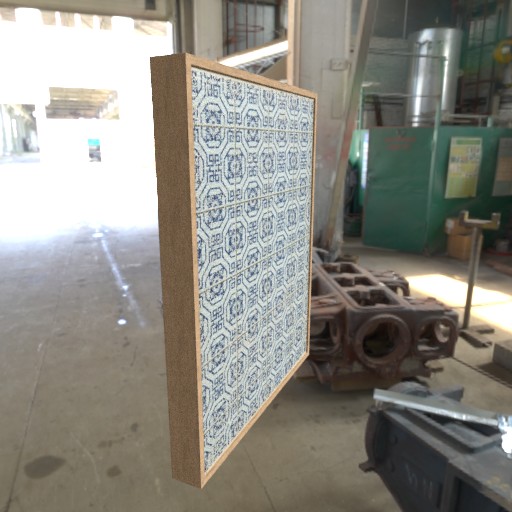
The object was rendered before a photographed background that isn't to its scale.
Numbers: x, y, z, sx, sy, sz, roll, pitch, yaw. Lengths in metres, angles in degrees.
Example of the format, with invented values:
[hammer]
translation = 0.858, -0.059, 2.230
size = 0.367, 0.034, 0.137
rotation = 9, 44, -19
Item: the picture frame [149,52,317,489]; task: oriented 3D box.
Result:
[picture frame]
translation = 0.000, 0.000, 0.706
size = 0.046, 0.526, 0.421
rotation = 7, 16, 25
